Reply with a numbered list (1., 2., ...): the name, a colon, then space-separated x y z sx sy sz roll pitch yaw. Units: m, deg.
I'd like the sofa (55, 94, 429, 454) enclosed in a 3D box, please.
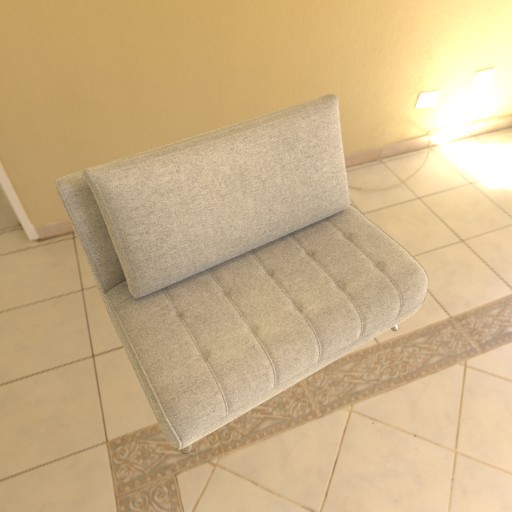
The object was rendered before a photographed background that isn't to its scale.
1. sofa: 0.000 0.000 1.821 1.220 0.910 0.910 -24 51 -21
